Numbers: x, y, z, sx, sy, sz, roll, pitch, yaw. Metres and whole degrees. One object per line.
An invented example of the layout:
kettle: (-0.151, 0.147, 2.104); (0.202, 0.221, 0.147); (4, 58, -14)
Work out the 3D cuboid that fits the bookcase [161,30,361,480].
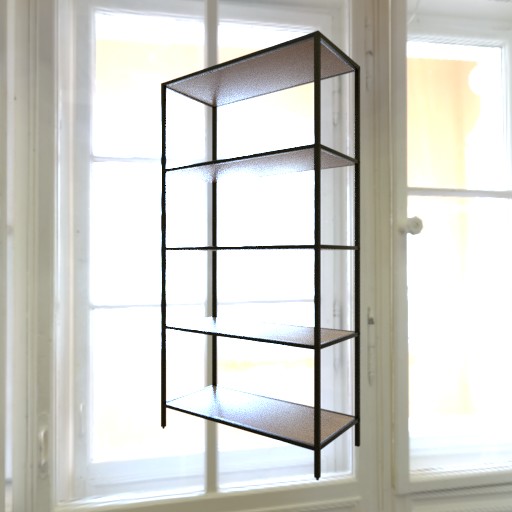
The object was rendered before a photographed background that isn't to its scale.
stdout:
bookcase: (0.000, 0.000, 1.840); (0.770, 1.500, 0.350); (0, 0, 36)
